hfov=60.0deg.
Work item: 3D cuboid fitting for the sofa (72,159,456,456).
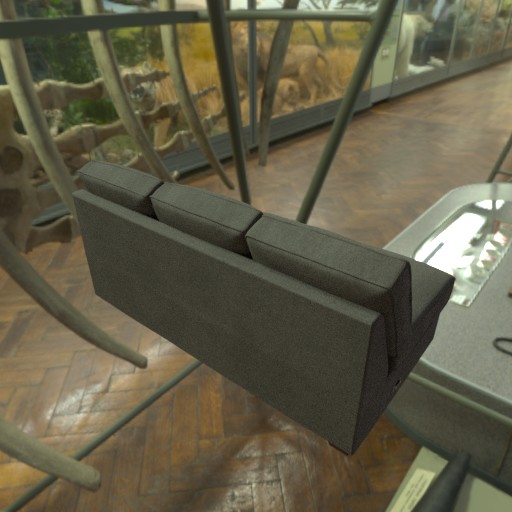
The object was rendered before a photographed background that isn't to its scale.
[{"bbox_3d":[0.000,0.000,2.523,1.962,0.973,1.027,22,37,33],"label":"sofa"}]
